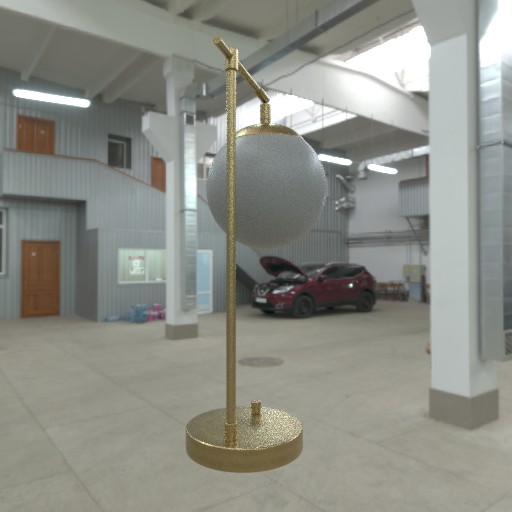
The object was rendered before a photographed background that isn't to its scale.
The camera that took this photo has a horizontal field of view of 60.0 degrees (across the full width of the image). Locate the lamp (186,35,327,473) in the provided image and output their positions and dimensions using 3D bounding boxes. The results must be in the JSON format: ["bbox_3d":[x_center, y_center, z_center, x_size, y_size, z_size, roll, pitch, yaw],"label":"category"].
[{"bbox_3d":[0.000,0.000,0.707,0.207,0.559,0.324,0,-1,18],"label":"lamp"}]
